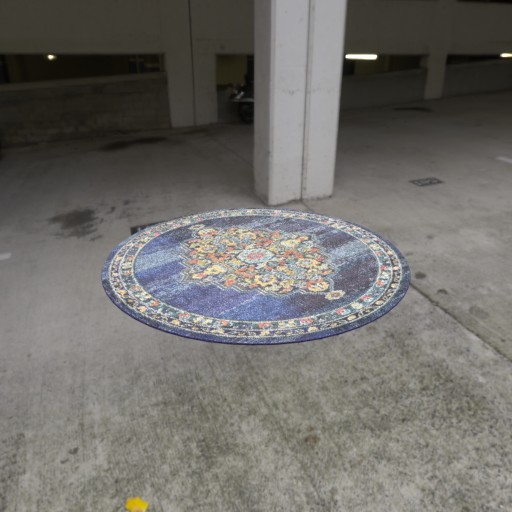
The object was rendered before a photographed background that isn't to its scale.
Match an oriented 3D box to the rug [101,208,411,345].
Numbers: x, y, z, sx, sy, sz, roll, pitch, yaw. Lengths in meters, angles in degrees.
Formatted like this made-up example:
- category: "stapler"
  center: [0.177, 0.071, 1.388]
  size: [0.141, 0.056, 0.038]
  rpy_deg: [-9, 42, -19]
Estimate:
- category: "rug"
  center: [0.000, 0.000, 2.391]
  size: [1.591, 0.010, 1.591]
  rpy_deg: [0, 25, 0]
